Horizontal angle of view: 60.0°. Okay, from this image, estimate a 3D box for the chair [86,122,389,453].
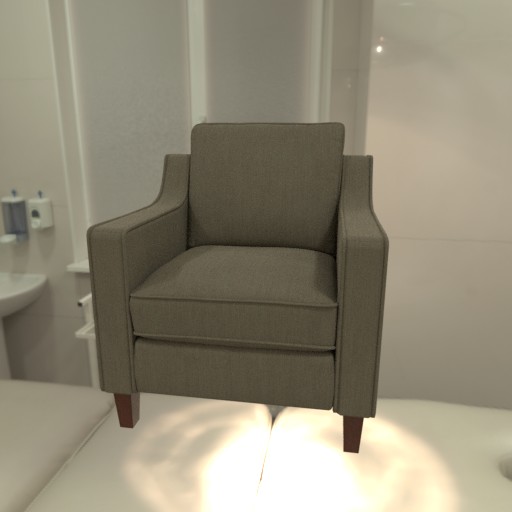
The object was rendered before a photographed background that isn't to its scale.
[{"bbox_3d":[0.000,0.000,1.632,0.831,0.960,0.909,2,15,9],"label":"chair"}]
